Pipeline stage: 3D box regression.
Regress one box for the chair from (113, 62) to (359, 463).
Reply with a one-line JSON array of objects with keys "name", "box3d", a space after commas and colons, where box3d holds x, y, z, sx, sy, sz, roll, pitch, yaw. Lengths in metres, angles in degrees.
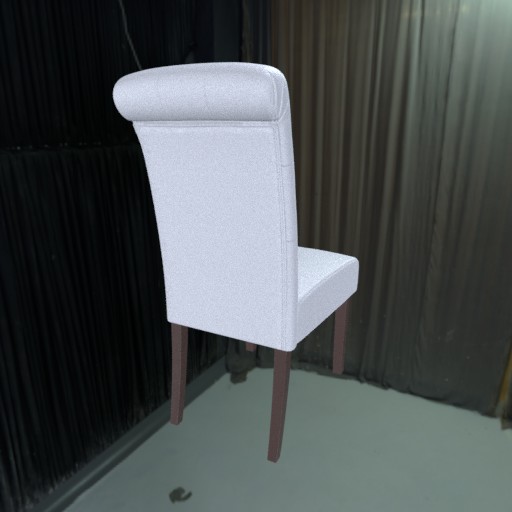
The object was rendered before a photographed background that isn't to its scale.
[{"name": "chair", "box3d": [0.000, 0.000, 1.331, 0.456, 1.006, 0.671, 9, 19, 27]}]
